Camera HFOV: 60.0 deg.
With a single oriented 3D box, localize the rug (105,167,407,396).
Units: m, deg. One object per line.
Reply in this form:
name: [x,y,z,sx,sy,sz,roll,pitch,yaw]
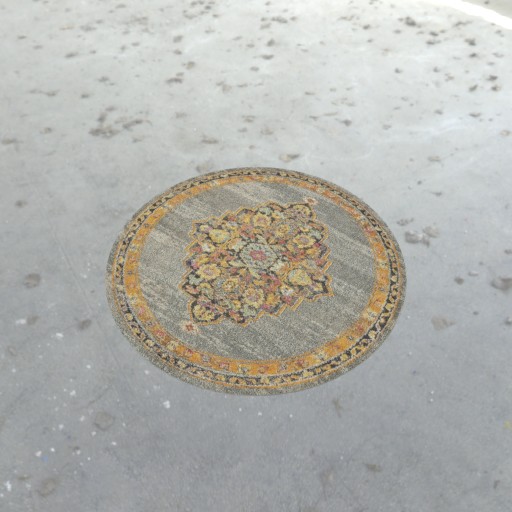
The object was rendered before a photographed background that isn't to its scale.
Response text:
rug: [0.000,0.000,3.587,2.382,0.014,2.382,0,48,0]
